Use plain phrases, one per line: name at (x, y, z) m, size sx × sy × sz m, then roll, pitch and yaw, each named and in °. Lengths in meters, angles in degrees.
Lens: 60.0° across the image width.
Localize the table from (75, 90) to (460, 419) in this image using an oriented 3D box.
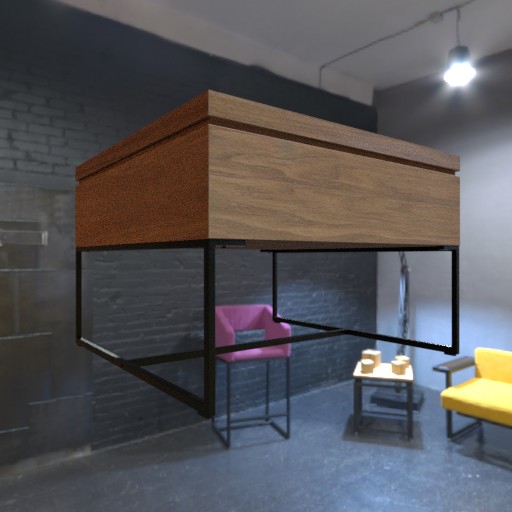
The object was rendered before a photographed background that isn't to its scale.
table at (0.000, 0.000, 1.093) m, size 0.679 × 0.464 × 0.676 m, roll 0°, pitch 0°, yaw -37°
